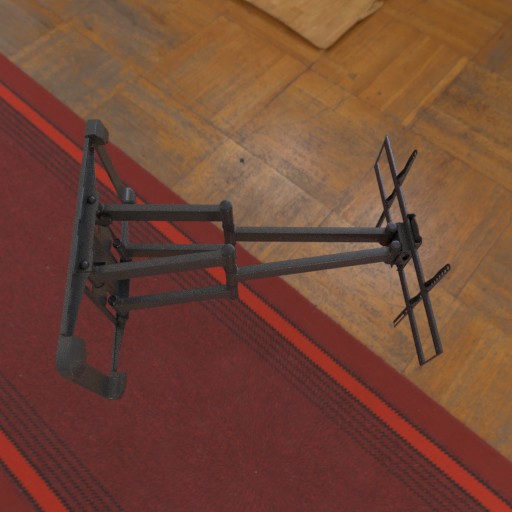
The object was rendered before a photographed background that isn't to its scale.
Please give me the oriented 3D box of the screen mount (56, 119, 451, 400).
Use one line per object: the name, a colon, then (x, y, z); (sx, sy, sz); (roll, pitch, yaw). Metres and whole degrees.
screen mount: (0.000, 0.000, 1.322); (0.905, 0.483, 0.725); (-4, 64, -2)
